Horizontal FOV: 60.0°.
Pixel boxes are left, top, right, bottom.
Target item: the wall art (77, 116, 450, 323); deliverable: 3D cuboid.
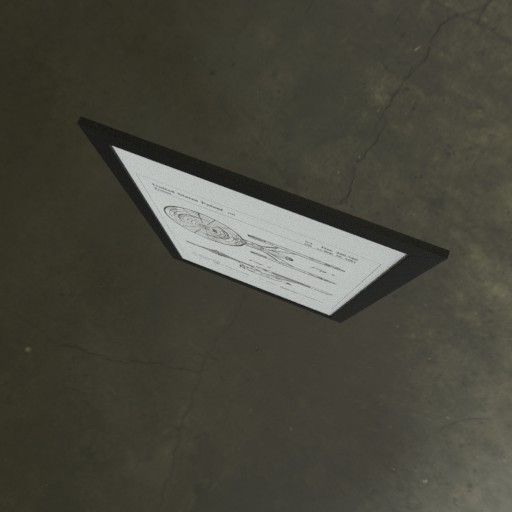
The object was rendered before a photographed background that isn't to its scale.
[{"bbox_3d":[0.000,0.000,0.679,0.379,0.530,0.008,21,76,5],"label":"wall art"}]
